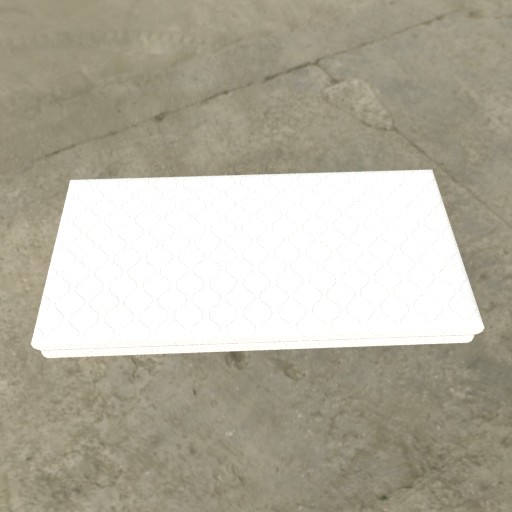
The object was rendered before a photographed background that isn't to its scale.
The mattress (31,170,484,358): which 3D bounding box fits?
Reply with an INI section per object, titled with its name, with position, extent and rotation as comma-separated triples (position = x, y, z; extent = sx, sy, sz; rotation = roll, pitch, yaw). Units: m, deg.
[mattress]
position = 0.000, 0.000, 2.151
extent = 1.900, 0.200, 0.900
rotation = -2, 58, -1
